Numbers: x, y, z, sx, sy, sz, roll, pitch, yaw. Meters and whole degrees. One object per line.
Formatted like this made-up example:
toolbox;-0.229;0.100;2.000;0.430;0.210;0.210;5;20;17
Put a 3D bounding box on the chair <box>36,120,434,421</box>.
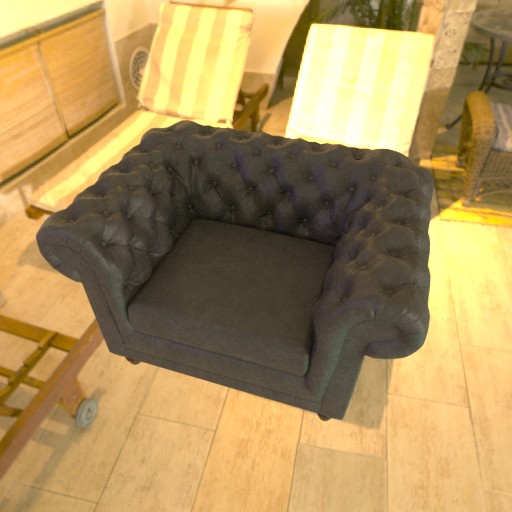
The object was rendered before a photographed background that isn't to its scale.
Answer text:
chair;0.000;0.000;1.861;1.298;0.780;0.943;12;43;13
